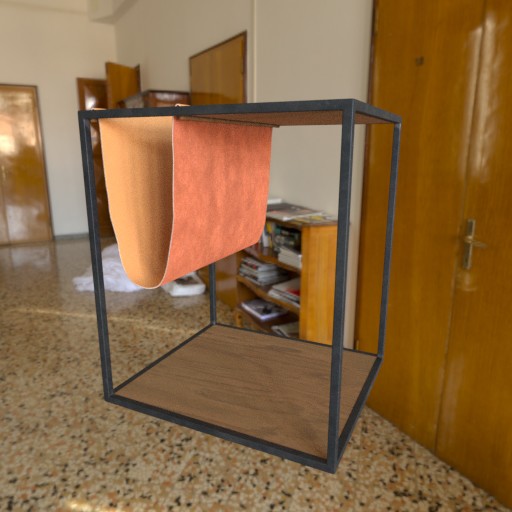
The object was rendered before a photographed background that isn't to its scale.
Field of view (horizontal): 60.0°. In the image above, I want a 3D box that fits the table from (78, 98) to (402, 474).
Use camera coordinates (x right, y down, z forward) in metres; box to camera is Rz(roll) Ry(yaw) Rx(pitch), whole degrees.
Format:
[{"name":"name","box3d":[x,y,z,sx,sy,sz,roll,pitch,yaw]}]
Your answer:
[{"name":"table","box3d":[0.000,0.000,0.861,0.450,0.536,0.399,7,16,25]}]
